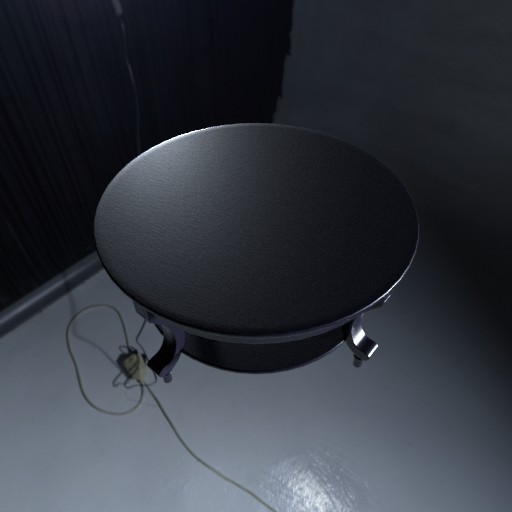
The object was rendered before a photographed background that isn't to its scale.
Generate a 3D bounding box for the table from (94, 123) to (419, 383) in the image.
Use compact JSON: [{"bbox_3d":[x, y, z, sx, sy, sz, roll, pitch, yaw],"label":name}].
[{"bbox_3d":[0.000,0.000,1.611,1.029,0.491,1.029,0,46,0],"label":"table"}]
